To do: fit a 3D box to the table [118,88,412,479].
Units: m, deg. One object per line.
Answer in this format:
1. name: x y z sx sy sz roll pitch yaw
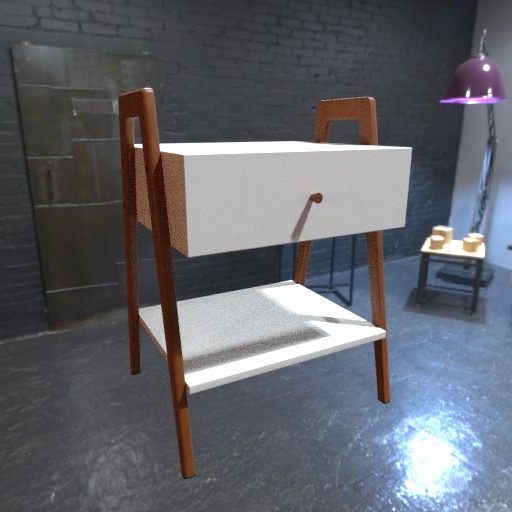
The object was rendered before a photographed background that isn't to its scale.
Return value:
1. table: 0.000 0.000 0.892 0.457 0.610 0.405 -9 18 -27
